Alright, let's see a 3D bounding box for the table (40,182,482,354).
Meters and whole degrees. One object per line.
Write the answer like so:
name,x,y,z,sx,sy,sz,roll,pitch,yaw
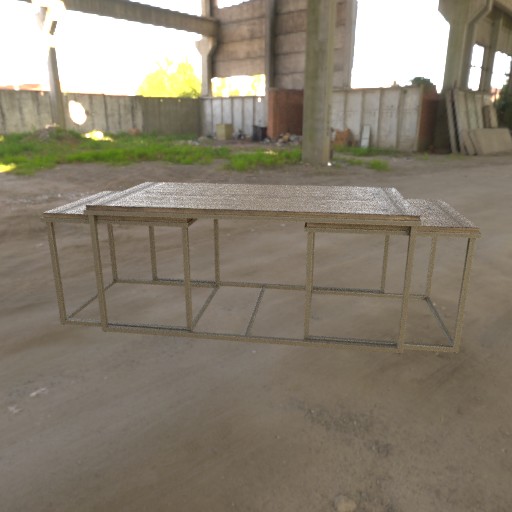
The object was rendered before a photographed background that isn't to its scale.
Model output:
table,0.000,0.000,1.555,1.312,0.427,0.489,3,18,8
